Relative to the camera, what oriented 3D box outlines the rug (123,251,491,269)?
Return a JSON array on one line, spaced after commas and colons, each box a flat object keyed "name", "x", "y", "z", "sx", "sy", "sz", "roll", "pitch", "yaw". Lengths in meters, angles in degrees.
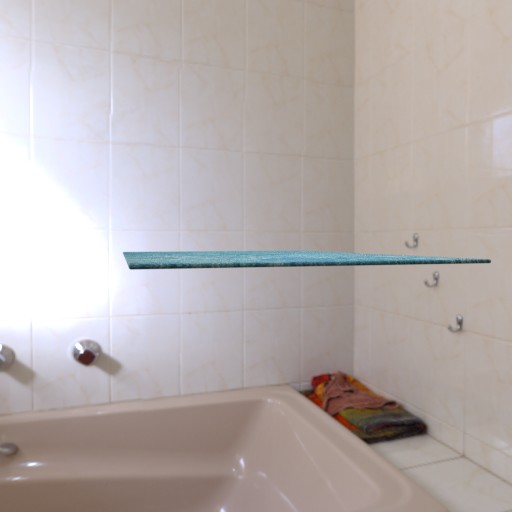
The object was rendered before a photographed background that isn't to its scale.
[{"name": "rug", "x": 0.000, "y": 0.000, "z": 4.235, "sx": 2.405, "sy": 0.027, "sz": 3.217, "roll": -1, "pitch": 2, "yaw": -17}]
